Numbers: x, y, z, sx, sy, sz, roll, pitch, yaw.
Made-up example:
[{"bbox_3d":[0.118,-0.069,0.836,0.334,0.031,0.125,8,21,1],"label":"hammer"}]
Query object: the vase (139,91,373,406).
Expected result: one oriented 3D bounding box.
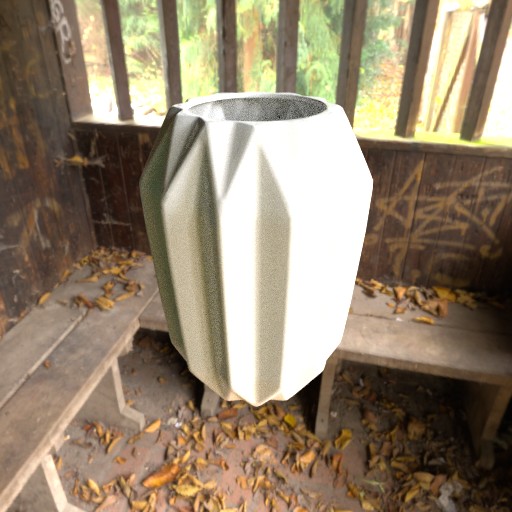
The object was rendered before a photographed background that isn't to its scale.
[{"bbox_3d":[0.000,0.000,0.418,0.195,0.275,0.195,0,30,0],"label":"vase"}]
